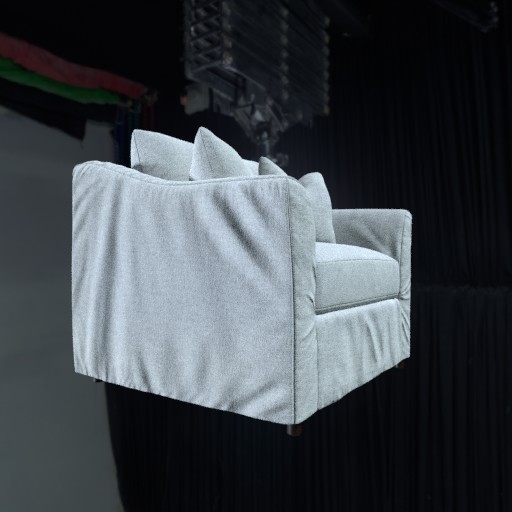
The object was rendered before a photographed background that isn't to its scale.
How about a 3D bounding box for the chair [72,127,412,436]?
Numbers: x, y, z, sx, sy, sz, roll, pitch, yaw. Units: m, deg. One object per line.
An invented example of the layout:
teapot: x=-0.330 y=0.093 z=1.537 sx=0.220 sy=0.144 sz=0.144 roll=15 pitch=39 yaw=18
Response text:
chair: x=0.000 y=0.000 z=1.999 sx=1.071 sy=1.059 sz=1.194 roll=0 pitch=-1 yaw=35
